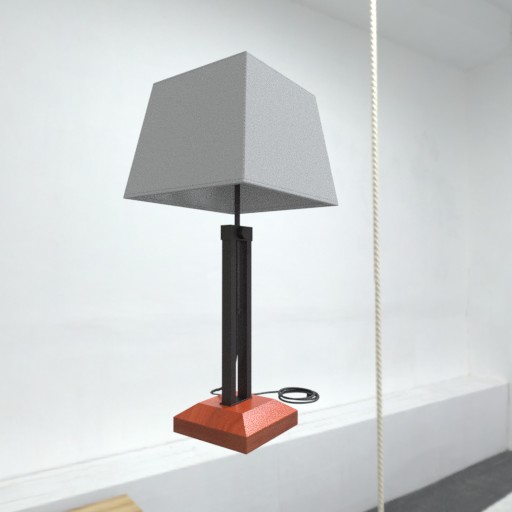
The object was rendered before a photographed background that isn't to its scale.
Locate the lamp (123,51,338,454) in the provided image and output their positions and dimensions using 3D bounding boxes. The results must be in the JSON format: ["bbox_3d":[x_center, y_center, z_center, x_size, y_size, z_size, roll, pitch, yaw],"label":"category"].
[{"bbox_3d":[0.000,0.000,1.008,0.310,0.737,0.498,-1,-1,36],"label":"lamp"}]
